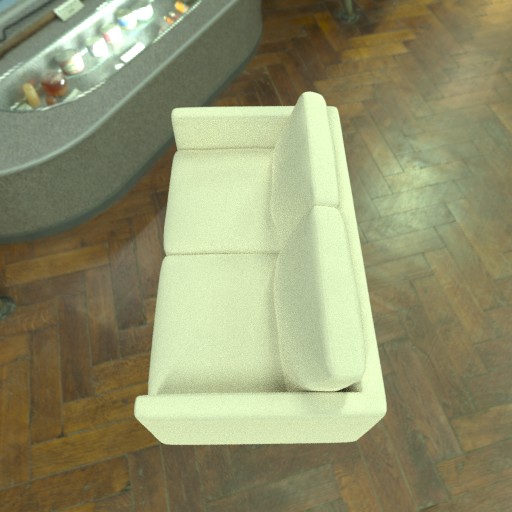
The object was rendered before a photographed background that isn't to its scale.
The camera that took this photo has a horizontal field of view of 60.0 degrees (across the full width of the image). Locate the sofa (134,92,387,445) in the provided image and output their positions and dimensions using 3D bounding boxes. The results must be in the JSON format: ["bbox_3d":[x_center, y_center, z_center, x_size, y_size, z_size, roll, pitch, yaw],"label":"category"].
[{"bbox_3d":[0.000,0.000,2.256,0.964,0.888,1.702,-1,58,0],"label":"sofa"}]
